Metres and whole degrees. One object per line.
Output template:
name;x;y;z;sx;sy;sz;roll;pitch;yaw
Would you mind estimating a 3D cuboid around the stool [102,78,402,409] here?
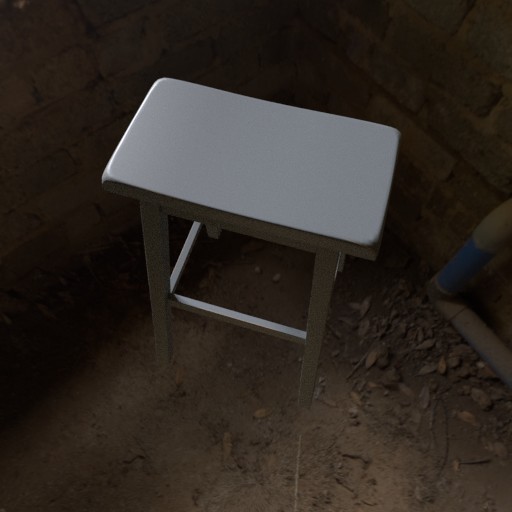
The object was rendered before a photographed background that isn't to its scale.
stool;0.000;0.000;1.046;0.457;0.737;0.476;15;64;8
